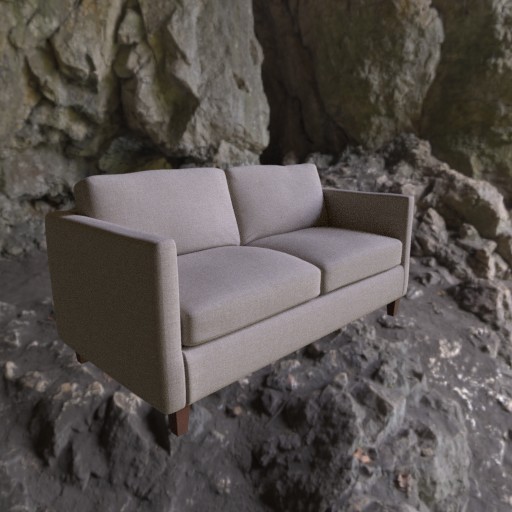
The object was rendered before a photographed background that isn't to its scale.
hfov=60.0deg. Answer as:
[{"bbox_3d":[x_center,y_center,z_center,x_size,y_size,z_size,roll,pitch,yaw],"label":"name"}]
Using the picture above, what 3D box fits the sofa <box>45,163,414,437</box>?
[{"bbox_3d":[0.000,0.000,2.432,0.951,0.947,1.884,14,20,43],"label":"sofa"}]
